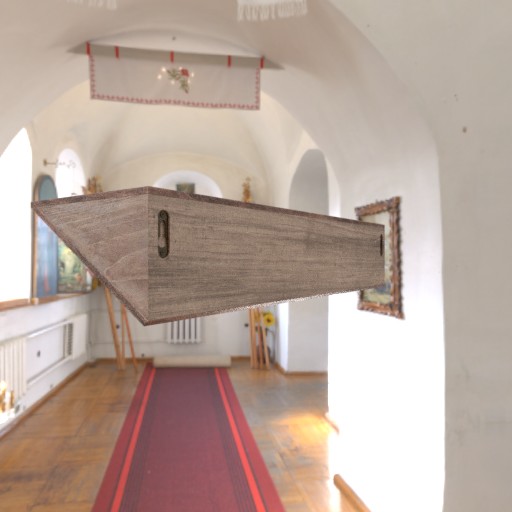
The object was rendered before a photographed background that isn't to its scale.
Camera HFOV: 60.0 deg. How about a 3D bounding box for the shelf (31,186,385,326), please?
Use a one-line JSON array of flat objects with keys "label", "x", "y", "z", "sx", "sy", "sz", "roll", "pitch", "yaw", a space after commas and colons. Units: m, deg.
[{"label": "shelf", "x": 0.000, "y": 0.000, "z": 0.698, "sx": 0.200, "sy": 0.125, "sz": 0.610, "roll": 0, "pitch": 0, "yaw": 35}]
